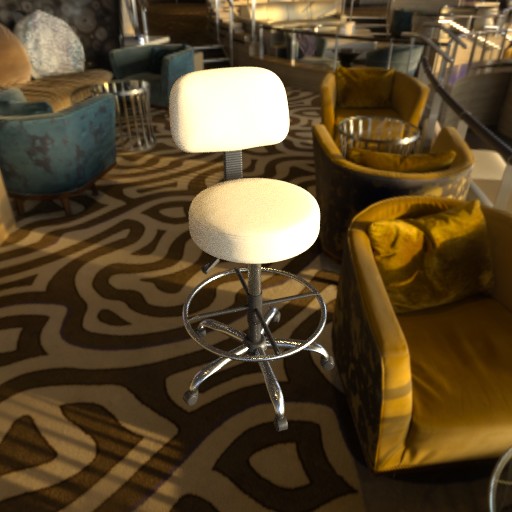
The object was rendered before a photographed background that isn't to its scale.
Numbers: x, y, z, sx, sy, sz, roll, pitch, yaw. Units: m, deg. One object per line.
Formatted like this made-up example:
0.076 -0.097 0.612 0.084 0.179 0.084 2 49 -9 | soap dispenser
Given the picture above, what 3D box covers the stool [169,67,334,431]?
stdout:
0.000 0.000 1.482 0.609 1.080 0.616 -10 34 -15 | stool
